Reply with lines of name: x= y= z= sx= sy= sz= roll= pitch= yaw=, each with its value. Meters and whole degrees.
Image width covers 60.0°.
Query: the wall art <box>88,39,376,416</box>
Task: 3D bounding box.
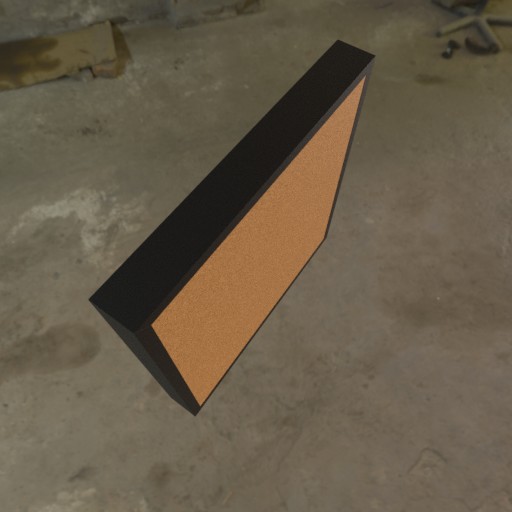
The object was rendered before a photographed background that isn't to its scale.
wall art: x=0.000 y=0.000 z=0.460 sx=0.038 sy=0.304 sz=0.305 roll=32 pitch=66 yaw=16
